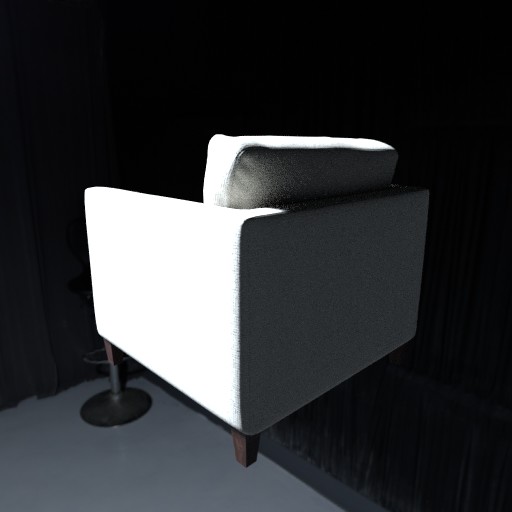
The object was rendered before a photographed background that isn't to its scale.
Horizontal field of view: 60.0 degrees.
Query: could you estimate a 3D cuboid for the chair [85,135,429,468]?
[{"bbox_3d":[0.000,0.000,1.757,0.996,0.919,0.959,-14,20,-42],"label":"chair"}]
